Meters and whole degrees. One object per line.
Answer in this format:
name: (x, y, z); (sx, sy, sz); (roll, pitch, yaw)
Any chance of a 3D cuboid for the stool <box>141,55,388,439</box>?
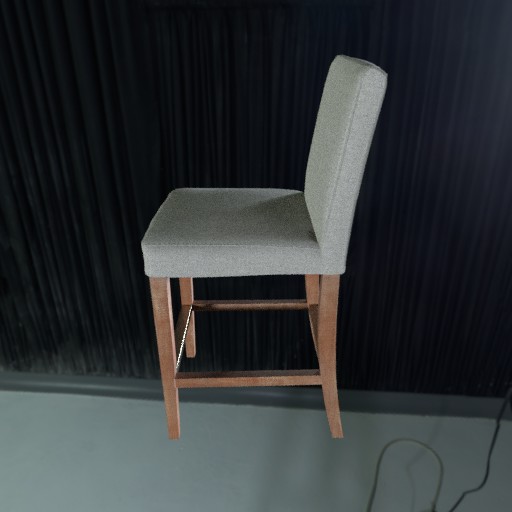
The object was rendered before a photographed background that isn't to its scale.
stool: (0.000, 0.000, 1.336); (0.570, 1.088, 0.439); (0, 27, 0)
